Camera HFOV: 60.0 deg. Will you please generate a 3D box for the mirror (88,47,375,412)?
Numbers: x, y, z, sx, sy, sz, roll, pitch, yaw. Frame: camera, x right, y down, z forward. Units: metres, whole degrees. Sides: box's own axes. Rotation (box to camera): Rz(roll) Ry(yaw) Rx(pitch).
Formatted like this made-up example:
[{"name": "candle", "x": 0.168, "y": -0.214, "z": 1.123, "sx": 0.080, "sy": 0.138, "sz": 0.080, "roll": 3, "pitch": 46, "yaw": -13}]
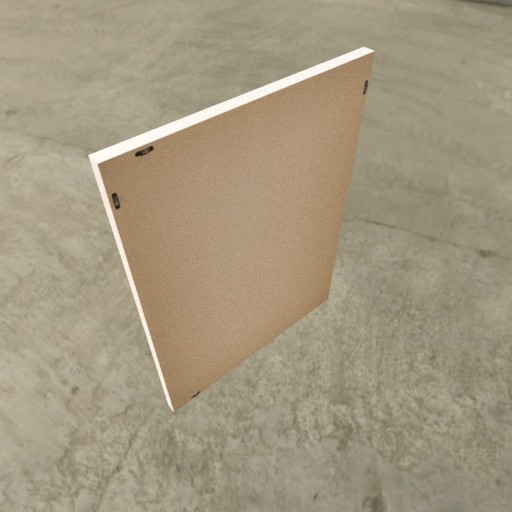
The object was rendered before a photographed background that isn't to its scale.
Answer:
[{"name": "mirror", "x": 0.000, "y": 0.000, "z": 1.330, "sx": 0.762, "sy": 1.016, "sz": 0.041, "roll": -31, "pitch": 54, "yaw": -26}]
